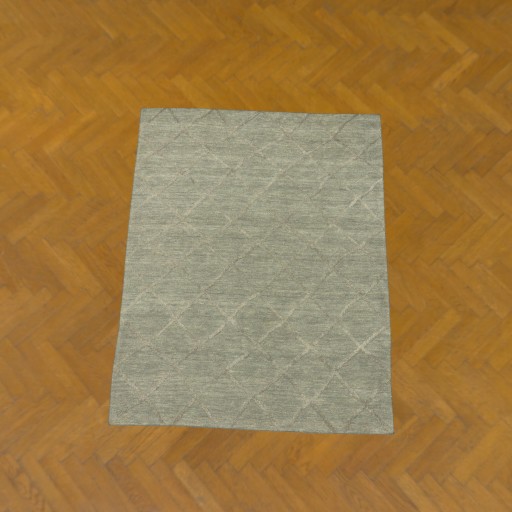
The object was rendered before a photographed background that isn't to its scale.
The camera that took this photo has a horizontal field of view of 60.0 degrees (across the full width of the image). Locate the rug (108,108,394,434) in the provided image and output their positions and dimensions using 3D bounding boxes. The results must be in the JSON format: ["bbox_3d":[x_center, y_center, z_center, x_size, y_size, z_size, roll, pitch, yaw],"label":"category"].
[{"bbox_3d":[0.000,0.000,4.106,2.438,0.013,3.048,2,76,0],"label":"rug"}]
